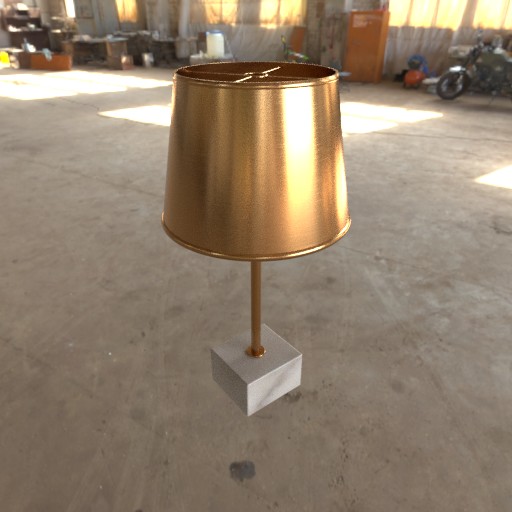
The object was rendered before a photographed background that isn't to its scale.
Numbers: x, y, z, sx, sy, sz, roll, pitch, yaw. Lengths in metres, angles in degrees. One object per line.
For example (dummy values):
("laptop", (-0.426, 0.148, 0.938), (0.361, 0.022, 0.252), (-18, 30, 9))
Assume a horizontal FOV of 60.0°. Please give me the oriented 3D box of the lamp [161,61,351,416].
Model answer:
("lamp", (0.000, 0.000, 0.522), (0.208, 0.406, 0.208), (0, 29, 0))
